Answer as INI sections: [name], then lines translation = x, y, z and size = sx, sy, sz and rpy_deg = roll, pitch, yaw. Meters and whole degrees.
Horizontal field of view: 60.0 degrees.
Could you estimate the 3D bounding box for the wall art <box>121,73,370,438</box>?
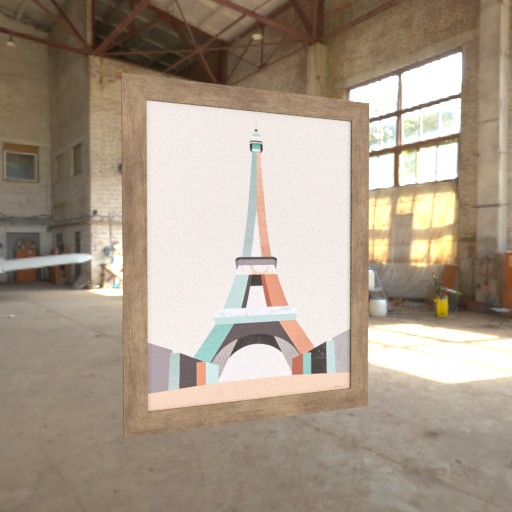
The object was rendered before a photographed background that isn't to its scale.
[wall art]
translation = 0.000, 0.000, 0.925
size = 0.534, 0.686, 0.018
rpy_deg = 0, 1, -19
